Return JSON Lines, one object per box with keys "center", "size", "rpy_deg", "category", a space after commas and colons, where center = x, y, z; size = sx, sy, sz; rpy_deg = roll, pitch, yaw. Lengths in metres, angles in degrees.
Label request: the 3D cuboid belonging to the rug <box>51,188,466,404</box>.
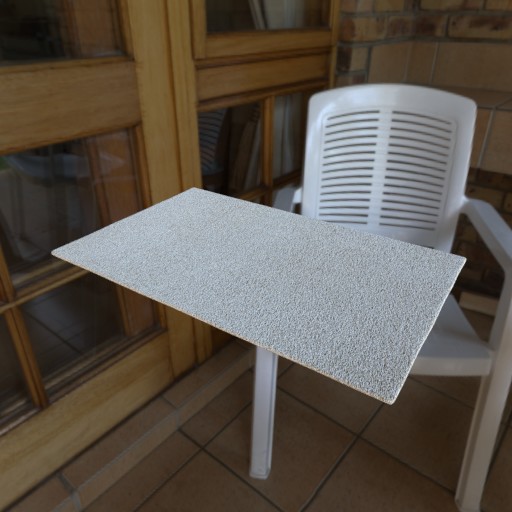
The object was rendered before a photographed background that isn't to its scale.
{"center": [0.000, 0.000, 3.057], "size": [2.438, 0.030, 1.524], "rpy_deg": [18, 34, 29], "category": "rug"}
